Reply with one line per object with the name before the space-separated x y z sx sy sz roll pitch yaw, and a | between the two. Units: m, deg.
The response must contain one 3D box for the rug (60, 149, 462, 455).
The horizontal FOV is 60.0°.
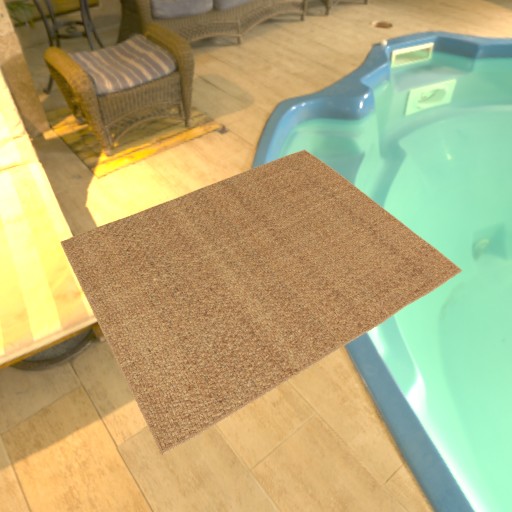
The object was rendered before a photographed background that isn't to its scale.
rug | 0.000 0.000 4.212 3.048 0.013 2.439 -25 51 -22
